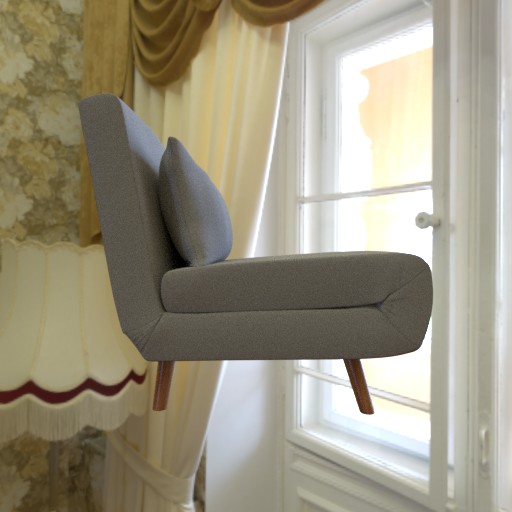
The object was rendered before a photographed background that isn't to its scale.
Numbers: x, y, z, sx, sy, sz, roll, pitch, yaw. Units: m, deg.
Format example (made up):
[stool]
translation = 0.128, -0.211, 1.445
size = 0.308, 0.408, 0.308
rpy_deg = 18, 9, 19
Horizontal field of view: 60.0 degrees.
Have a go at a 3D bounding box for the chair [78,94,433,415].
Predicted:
[chair]
translation = 0.000, 0.000, 1.459
size = 0.902, 0.808, 0.770
rpy_deg = 0, 0, -1
